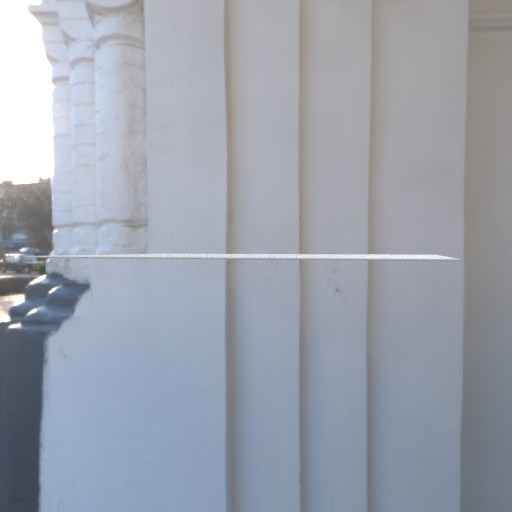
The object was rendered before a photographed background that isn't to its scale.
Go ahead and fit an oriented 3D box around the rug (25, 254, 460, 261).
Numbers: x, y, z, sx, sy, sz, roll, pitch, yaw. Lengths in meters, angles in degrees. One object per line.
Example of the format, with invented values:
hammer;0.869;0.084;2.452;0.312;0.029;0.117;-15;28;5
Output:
rug;0.000;0.000;2.319;1.828;0.007;1.220;0;1;19
